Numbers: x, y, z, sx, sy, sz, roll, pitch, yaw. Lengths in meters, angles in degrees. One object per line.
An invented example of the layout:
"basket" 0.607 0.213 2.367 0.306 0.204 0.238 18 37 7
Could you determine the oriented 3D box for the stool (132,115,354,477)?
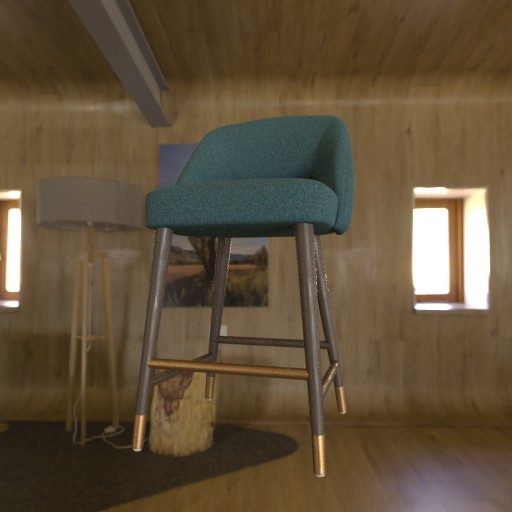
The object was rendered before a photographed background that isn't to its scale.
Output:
"stool" 0.000 0.000 1.243 0.536 0.939 0.522 0 -2 18
